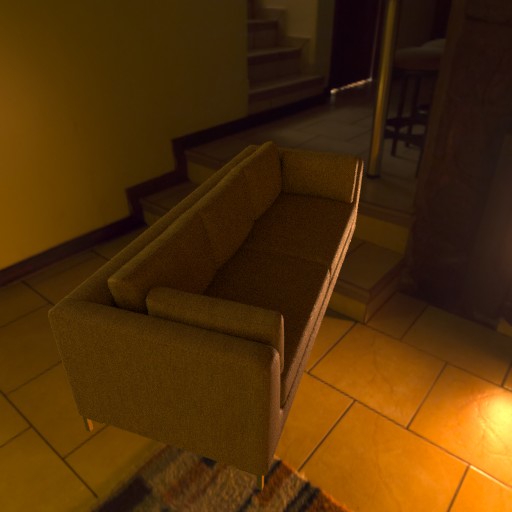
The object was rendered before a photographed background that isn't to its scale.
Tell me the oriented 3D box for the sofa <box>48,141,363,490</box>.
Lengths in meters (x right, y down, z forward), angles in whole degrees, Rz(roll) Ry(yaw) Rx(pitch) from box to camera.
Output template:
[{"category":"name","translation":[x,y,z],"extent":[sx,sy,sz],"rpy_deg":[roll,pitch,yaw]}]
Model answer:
[{"category":"sofa","translation":[0.000,0.000,2.810],"extent":[0.969,0.867,2.415],"rpy_deg":[10,33,17]}]
